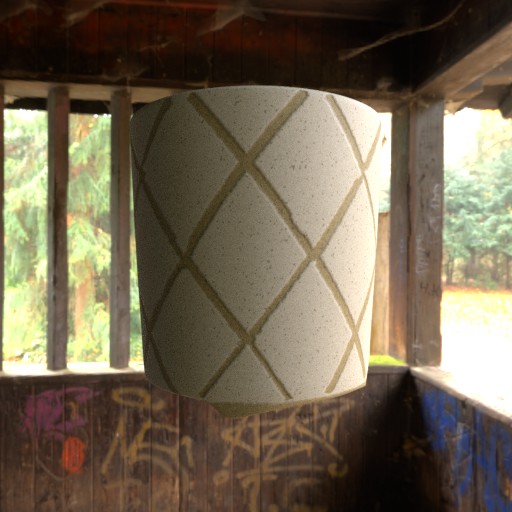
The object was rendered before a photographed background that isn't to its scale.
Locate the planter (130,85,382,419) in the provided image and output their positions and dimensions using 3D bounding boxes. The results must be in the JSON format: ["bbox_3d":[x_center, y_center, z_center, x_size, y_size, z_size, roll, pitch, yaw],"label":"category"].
[{"bbox_3d":[0.000,0.000,0.416,0.228,0.235,0.228,0,0,0],"label":"planter"}]
